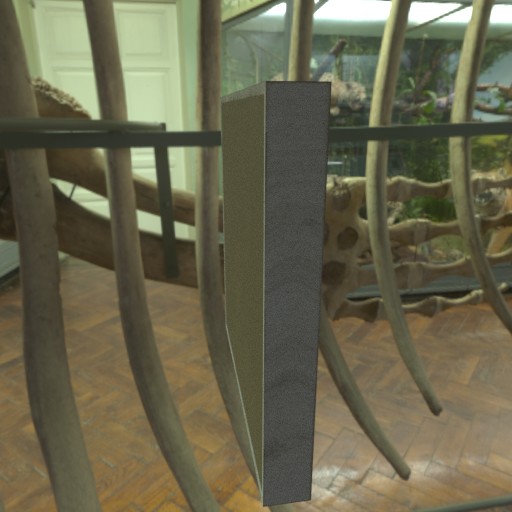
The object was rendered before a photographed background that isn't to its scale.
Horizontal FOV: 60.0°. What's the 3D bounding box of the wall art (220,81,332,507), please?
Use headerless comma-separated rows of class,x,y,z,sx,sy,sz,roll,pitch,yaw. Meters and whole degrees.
wall art,0.000,0.000,0.438,0.038,0.303,0.305,-3,18,-9
